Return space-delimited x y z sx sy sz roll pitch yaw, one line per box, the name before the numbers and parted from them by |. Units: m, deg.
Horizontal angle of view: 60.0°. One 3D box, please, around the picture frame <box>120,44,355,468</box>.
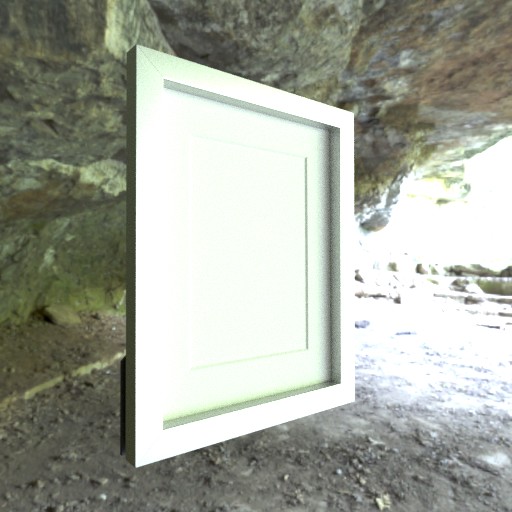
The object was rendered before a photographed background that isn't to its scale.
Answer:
picture frame | 0.000 0.000 0.512 0.307 0.386 0.036 0 -1 -38
